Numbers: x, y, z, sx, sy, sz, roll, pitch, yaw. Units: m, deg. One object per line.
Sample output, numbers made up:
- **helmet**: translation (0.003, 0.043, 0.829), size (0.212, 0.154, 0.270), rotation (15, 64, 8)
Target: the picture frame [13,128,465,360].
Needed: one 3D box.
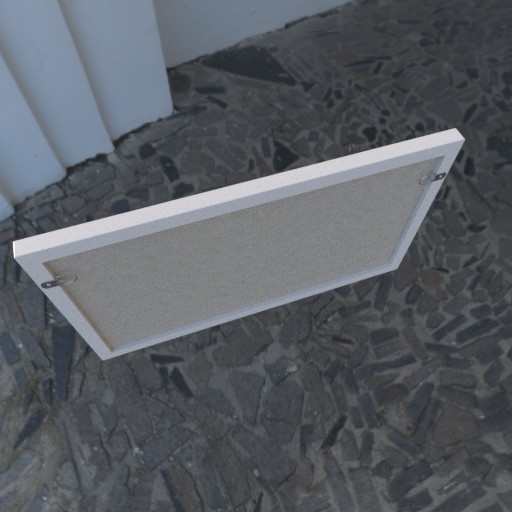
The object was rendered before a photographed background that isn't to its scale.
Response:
- **picture frame**: translation (0.000, 0.000, 0.773), size (0.647, 0.379, 0.044), rotation (-16, 59, -10)
